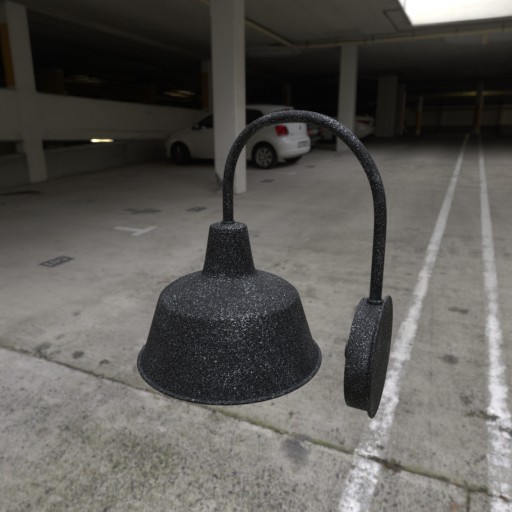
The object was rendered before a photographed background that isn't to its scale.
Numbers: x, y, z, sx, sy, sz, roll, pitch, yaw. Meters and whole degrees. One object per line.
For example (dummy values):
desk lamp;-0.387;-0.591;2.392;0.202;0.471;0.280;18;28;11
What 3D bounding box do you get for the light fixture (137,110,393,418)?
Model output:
light fixture;0.000;0.000;0.483;0.283;0.300;0.216;7;17;24
